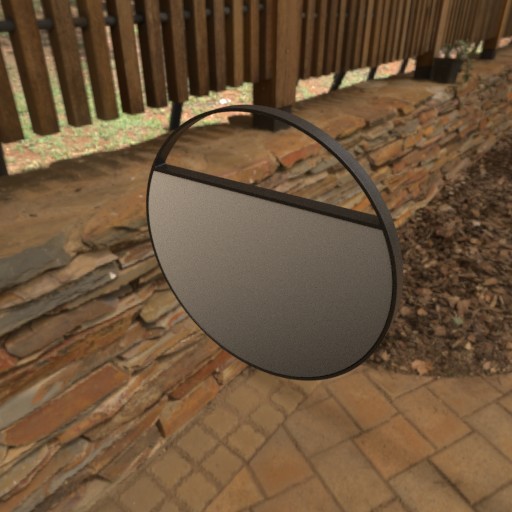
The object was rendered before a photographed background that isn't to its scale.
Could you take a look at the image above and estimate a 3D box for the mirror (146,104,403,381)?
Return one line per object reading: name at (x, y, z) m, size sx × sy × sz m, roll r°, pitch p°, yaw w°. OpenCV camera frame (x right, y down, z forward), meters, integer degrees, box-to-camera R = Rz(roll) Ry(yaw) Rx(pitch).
mirror at (0.000, 0.000, 0.869) m, size 0.565 × 0.565 × 0.032 m, roll 19°, pitch 35°, yaw 29°
